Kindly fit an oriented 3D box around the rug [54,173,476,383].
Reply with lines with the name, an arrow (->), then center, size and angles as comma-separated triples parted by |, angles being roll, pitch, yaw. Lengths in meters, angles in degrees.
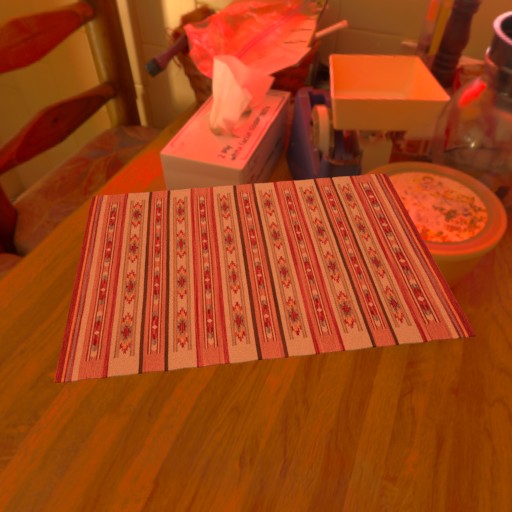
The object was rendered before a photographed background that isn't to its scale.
rug -> 0.000, 0.000, 2.307 | 1.817, 0.008, 1.223 | -5, 47, -5
